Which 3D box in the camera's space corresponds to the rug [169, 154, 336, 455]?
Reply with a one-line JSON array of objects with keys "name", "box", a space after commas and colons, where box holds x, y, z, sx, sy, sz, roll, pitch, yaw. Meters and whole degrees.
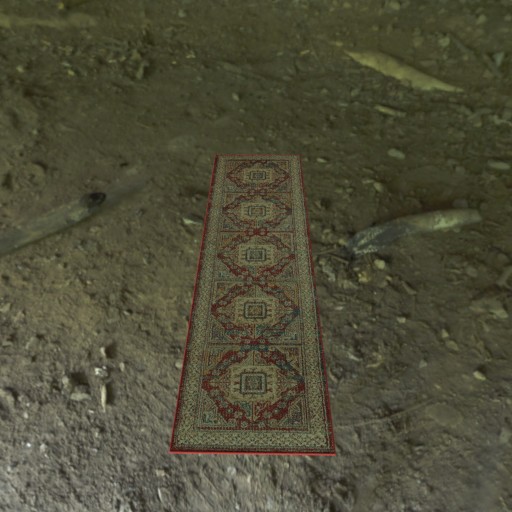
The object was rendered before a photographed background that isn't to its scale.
[{"name": "rug", "box": [0.000, 0.000, 2.585, 0.659, 0.015, 2.292, 0, 43, 1]}]
